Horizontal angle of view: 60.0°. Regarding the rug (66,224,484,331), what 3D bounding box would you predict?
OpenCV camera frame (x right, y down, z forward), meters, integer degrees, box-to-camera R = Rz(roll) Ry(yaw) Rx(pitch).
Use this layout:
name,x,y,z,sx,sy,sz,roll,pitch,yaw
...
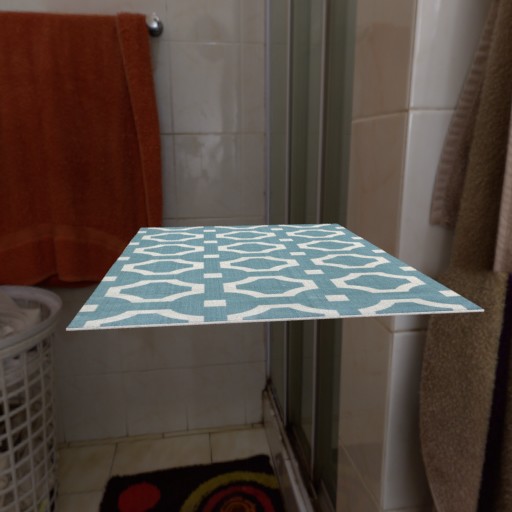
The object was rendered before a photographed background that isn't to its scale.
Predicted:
name,x,y,z,sx,sy,sz,roll,pitch,yaw
rug,0.000,0.000,4.042,2.466,0.021,3.049,-2,14,-7
